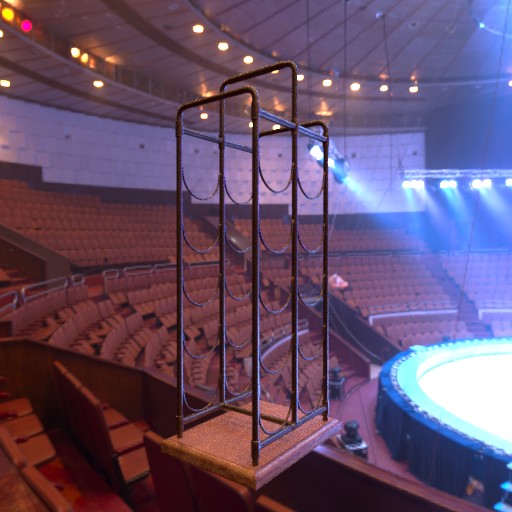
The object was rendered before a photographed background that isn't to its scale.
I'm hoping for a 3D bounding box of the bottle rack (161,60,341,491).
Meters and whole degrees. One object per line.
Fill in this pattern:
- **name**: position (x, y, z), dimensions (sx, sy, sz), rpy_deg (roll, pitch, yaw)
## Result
- **bottle rack**: position (0.000, 0.000, 0.812), dimensions (0.208, 0.680, 0.276), rpy_deg (1, 1, 37)
